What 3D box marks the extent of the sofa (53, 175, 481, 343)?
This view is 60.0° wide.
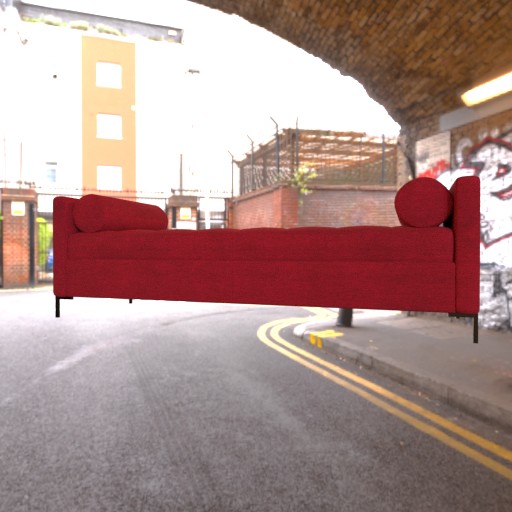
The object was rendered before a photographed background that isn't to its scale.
[{"bbox_3d":[0.000,0.000,2.270,1.981,0.635,0.686,0,1,19],"label":"sofa"}]
